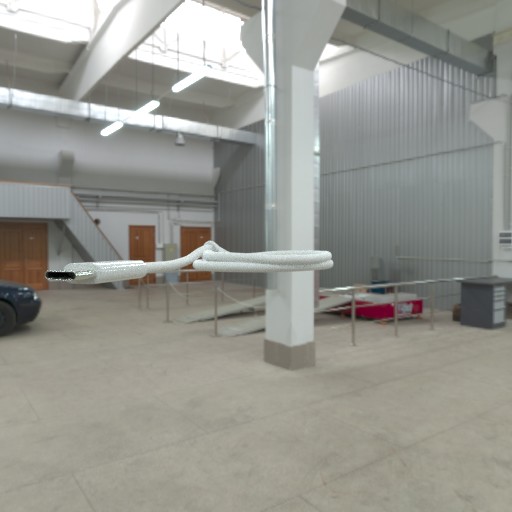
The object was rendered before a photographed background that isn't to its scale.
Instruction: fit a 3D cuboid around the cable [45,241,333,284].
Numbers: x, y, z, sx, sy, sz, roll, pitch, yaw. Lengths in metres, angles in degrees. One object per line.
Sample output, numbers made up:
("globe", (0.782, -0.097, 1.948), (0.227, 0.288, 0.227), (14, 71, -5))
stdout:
("cable", (0.000, 0.000, 0.206), (0.070, 0.014, 0.186), (1, 2, 19))
